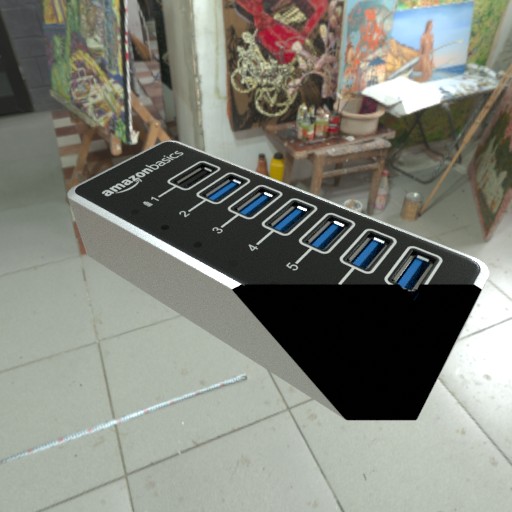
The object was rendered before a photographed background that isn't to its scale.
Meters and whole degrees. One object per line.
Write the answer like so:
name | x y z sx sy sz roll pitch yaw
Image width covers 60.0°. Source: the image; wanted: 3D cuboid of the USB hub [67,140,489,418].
USB hub | 0.000 0.000 0.125 0.110 0.023 0.044 27 48 27
